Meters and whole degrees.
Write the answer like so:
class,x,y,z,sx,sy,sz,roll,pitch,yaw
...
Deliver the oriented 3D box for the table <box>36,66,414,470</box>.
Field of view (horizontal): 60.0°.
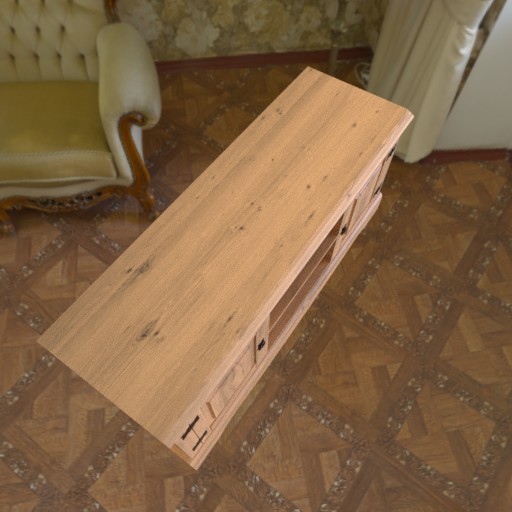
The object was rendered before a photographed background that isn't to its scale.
class,x,y,z,sx,sy,sz,roll,pitch,yaw
table,0.000,0.000,1.434,0.400,0.510,1.200,31,64,17
